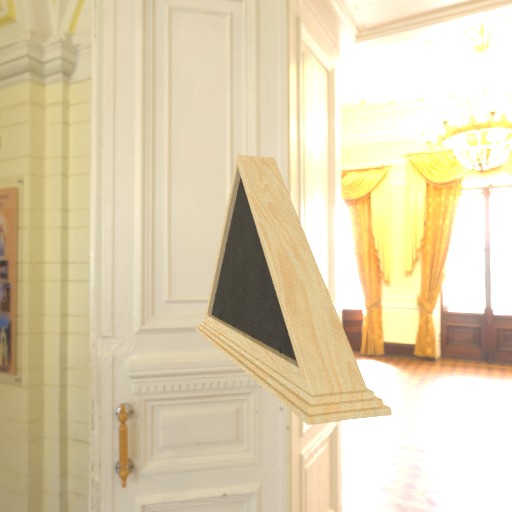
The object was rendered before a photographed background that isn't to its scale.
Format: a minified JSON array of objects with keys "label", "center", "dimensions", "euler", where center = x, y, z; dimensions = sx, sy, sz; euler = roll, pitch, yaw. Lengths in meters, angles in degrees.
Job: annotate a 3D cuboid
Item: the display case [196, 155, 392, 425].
[{"label":"display case","center":[0.000,0.000,0.753],"dimensions":[0.095,0.340,0.640],"euler":[0,-1,-17]}]
